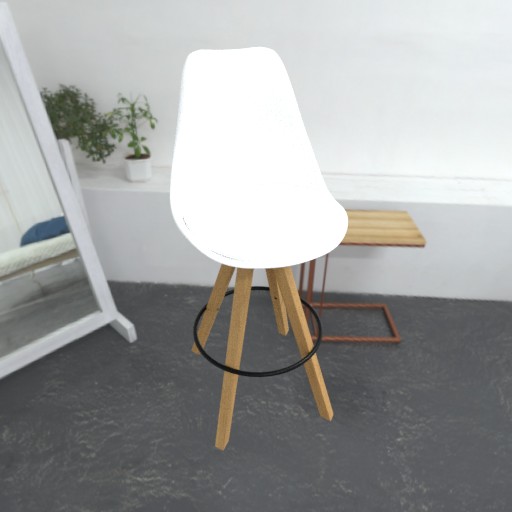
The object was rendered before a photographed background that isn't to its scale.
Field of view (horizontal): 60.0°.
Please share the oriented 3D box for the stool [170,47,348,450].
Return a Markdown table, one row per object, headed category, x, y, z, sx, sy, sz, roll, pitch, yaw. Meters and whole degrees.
| category | x | y | z | sx | sy | sz | roll | pitch | yaw |
| --- | --- | --- | --- | --- | --- | --- | --- | --- | --- |
| stool | 0.000 | 0.000 | 1.384 | 0.482 | 1.115 | 0.549 | -10 | 35 | -14 |
